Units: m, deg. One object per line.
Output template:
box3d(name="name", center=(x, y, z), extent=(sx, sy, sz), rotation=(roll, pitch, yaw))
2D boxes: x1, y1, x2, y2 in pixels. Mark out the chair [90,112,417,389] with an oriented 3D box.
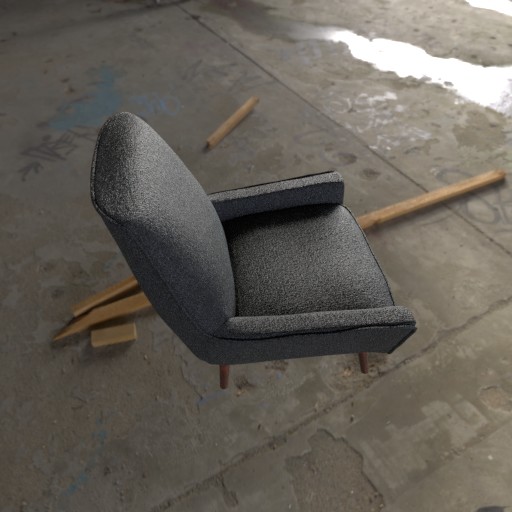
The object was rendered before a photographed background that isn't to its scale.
box3d(name="chair", center=(0.000, 0.000, 1.493), extent=(0.859, 0.883, 0.763), rotation=(-8, 47, -7))
